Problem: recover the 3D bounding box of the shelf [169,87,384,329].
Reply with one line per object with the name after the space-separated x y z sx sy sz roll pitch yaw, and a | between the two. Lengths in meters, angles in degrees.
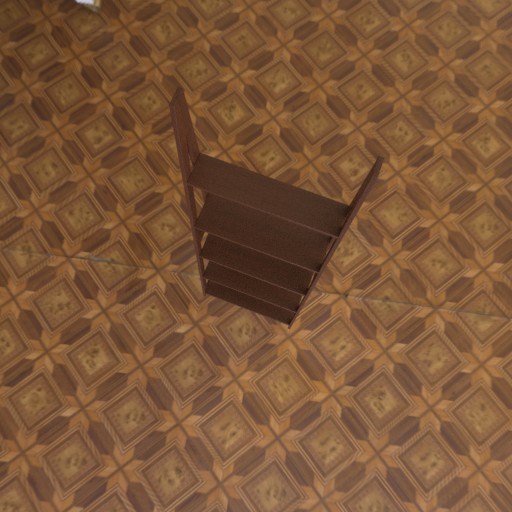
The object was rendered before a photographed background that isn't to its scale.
0.000 0.000 2.018 0.600 1.770 0.350 20 78 5 | shelf
